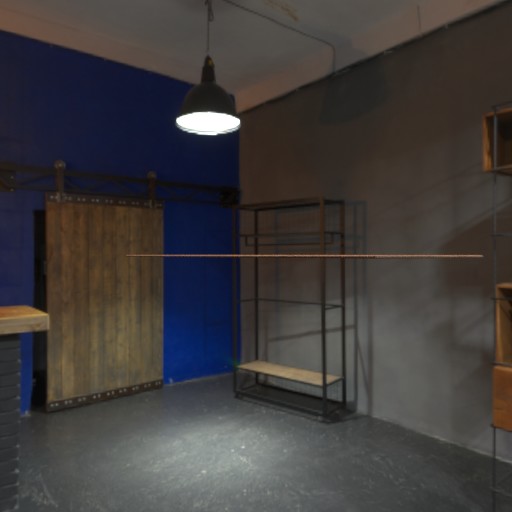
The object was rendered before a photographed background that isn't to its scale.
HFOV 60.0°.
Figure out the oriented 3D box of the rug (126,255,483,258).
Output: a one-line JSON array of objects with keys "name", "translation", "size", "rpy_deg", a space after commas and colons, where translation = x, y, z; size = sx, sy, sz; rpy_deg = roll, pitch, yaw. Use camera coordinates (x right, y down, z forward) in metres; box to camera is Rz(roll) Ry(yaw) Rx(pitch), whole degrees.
[{"name": "rug", "translation": [0.000, 0.000, 2.761], "size": [0.769, 0.012, 2.448], "rpy_deg": [0, 0, -37]}]
